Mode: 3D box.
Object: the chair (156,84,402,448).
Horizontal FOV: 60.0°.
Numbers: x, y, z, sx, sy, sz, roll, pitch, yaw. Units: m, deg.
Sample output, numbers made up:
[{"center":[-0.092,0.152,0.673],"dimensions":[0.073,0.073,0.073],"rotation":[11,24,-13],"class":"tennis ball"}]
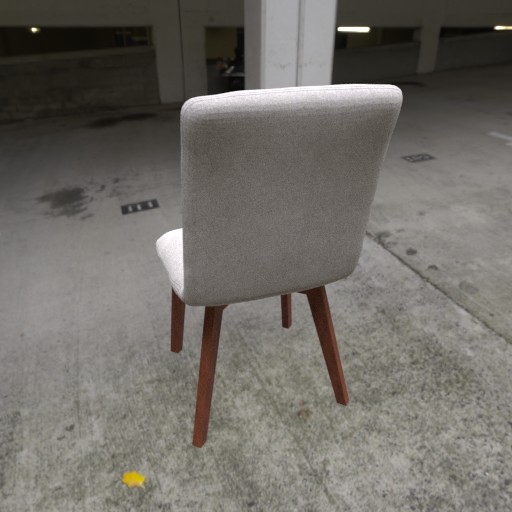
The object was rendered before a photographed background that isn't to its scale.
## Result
[{"center":[0.000,0.000,1.280],"dimensions":[0.522,0.974,0.563],"rotation":[-9,29,-17],"class":"chair"}]
